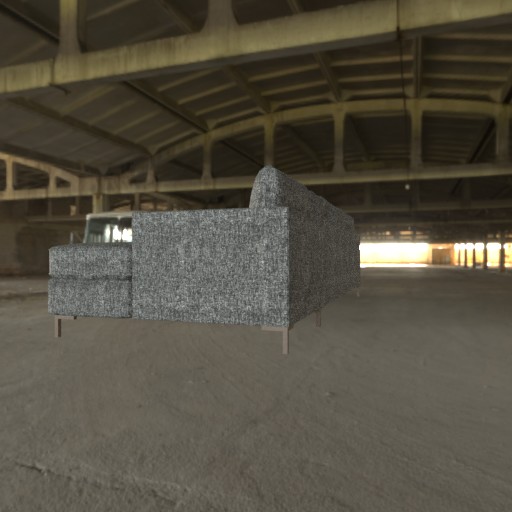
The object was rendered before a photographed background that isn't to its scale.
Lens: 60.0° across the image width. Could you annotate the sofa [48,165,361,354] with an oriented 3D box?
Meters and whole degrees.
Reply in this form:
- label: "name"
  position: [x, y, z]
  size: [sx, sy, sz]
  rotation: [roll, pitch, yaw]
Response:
- label: "sofa"
  position: [0.000, 0.000, 3.977]
  size: [1.488, 0.970, 3.384]
  rotation: [0, 0, 19]
